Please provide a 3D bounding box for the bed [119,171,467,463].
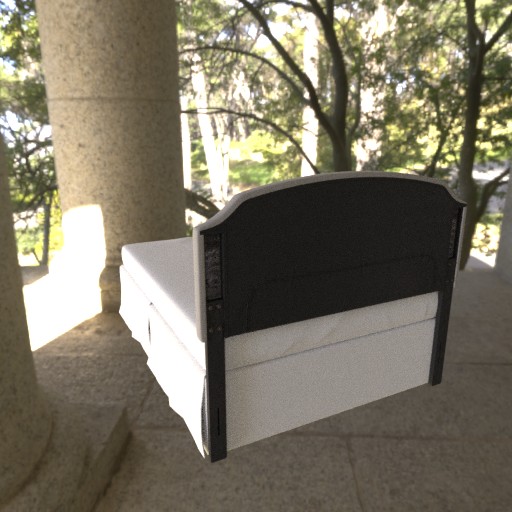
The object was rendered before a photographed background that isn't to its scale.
[{"bbox_3d":[0.000,0.000,3.002,1.558,1.270,1.999,-8,17,-26],"label":"bed"}]
